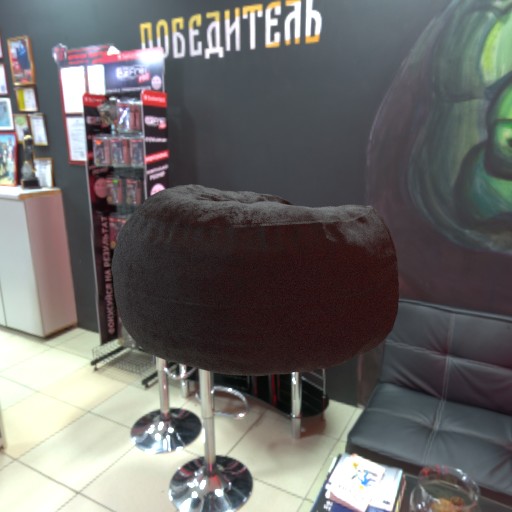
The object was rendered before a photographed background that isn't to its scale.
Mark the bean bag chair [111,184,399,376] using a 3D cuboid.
[{"bbox_3d":[0.000,0.000,2.457,1.525,0.751,1.525,0,15,0],"label":"bean bag chair"}]
